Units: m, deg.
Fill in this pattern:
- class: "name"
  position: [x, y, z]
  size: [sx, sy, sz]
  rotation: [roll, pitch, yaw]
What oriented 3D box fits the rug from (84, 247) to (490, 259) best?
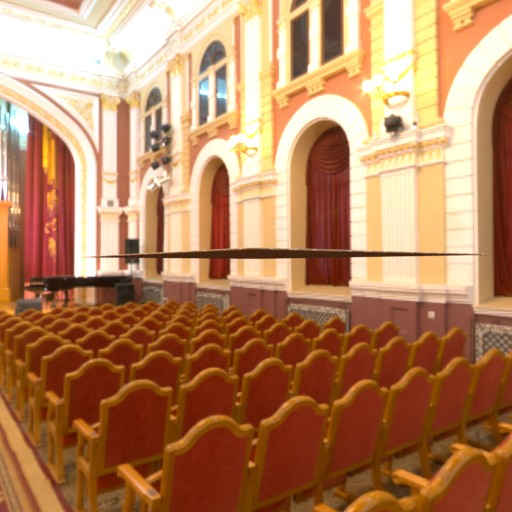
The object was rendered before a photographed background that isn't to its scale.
- class: "rug"
  position: [0.000, 0.000, 4.372]
  size: [2.438, 0.010, 3.353]
  rotation: [1, -1, -35]
